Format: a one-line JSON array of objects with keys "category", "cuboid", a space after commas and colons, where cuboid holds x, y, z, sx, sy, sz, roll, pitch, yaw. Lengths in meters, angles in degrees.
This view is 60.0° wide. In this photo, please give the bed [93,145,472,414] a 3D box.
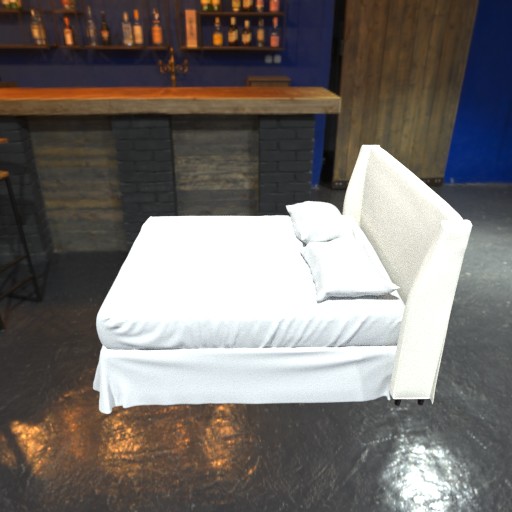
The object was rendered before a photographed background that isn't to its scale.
[{"category": "bed", "cuboid": [0.000, 0.000, 3.445, 2.276, 1.332, 1.925, -1, 27, -1]}]
